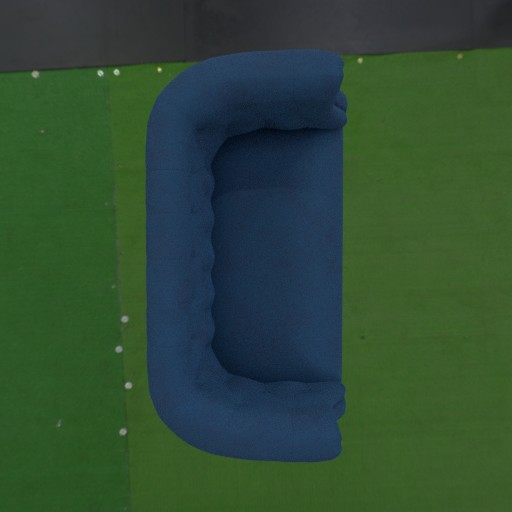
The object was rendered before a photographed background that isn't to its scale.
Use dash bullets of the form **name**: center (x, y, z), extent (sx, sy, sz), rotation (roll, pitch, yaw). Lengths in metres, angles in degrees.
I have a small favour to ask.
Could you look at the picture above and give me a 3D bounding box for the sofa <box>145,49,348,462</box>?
- **sofa**: center (0.000, 0.000, 2.005), extent (0.835, 0.827, 1.558), rotation (0, 92, 0)
